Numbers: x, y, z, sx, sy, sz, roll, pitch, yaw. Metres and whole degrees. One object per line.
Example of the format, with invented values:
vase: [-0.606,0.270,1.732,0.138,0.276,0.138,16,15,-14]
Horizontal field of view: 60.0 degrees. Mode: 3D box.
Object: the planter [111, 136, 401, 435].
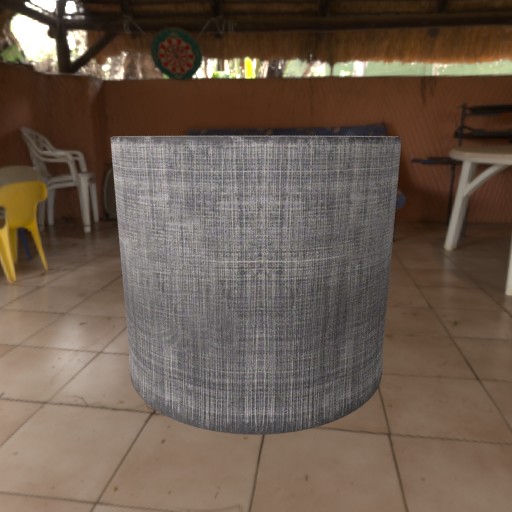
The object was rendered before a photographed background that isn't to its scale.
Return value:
planter: [0.000,0.000,0.304,0.178,0.157,0.178,0,15,0]
